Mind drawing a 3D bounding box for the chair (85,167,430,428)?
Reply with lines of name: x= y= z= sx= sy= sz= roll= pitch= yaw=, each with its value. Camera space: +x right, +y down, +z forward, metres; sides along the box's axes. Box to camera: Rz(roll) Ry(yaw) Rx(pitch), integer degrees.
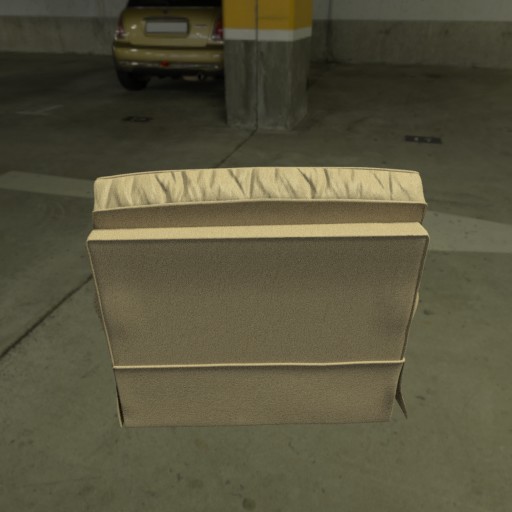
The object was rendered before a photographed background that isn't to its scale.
chair: x=0.000 y=0.000 z=1.780 sx=1.096 sy=0.937 sz=0.903 roll=-1 pitch=30 yaw=-1
